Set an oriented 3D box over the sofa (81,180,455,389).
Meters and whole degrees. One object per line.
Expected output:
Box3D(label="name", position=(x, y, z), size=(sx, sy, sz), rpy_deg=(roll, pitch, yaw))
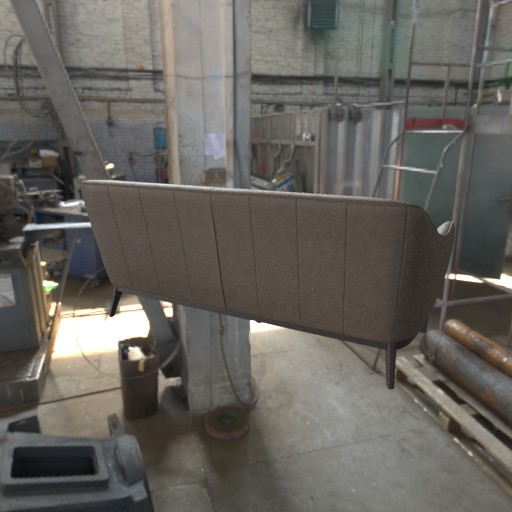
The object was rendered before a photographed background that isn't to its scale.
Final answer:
Box3D(label="sofa", position=(0.000, 0.000, 2.444), size=(1.928, 0.831, 0.869), rpy_deg=(8, 17, 27))
